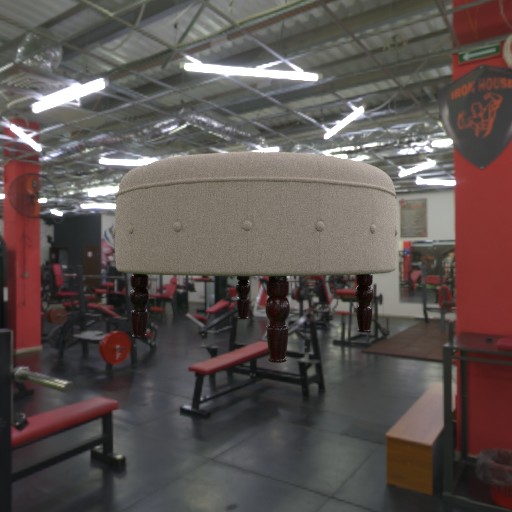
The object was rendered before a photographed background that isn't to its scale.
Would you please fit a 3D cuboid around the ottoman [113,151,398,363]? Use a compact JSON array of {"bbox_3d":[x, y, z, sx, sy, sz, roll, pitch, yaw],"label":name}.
[{"bbox_3d":[0.000,0.000,1.399,0.848,0.494,0.848,0,0,0],"label":"ottoman"}]
